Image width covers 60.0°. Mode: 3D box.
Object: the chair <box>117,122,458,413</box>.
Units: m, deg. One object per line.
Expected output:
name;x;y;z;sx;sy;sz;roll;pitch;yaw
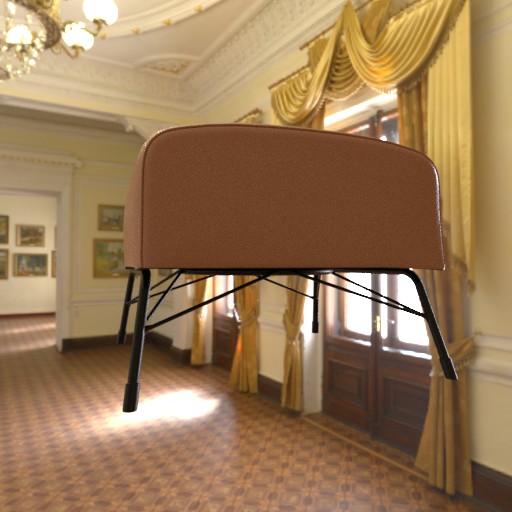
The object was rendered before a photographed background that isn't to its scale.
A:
chair;0.000;0.000;0.898;0.530;0.410;0.530;0;-1;-18
